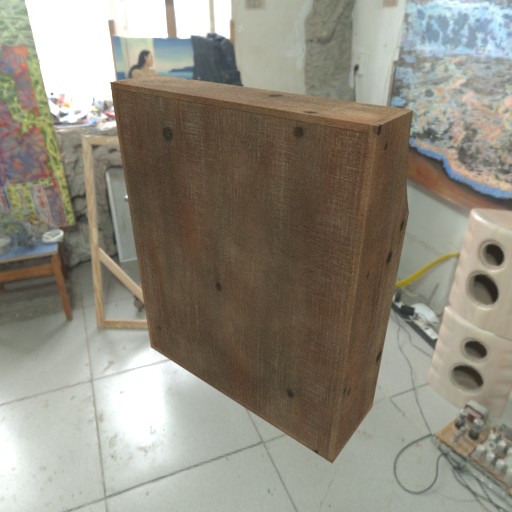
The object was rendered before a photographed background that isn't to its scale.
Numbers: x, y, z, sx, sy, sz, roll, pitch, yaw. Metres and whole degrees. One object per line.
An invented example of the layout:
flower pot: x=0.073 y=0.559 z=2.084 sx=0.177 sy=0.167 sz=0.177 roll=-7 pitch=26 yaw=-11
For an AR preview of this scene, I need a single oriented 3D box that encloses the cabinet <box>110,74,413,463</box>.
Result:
cabinet: x=0.000 y=0.000 z=0.830 sx=0.489 sy=0.590 sz=0.184 roll=22 pitch=36 yaw=32
